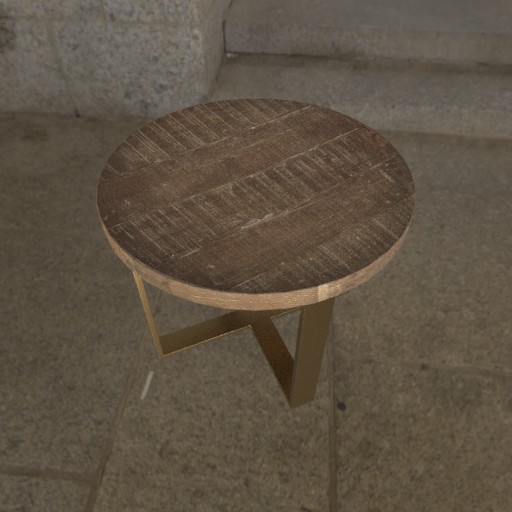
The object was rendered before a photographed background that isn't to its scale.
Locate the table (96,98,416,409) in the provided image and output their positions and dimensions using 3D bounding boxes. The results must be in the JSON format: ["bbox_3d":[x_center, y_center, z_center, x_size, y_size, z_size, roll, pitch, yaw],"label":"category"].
[{"bbox_3d":[0.000,0.000,0.954,0.557,0.437,0.557,0,47,0],"label":"table"}]
